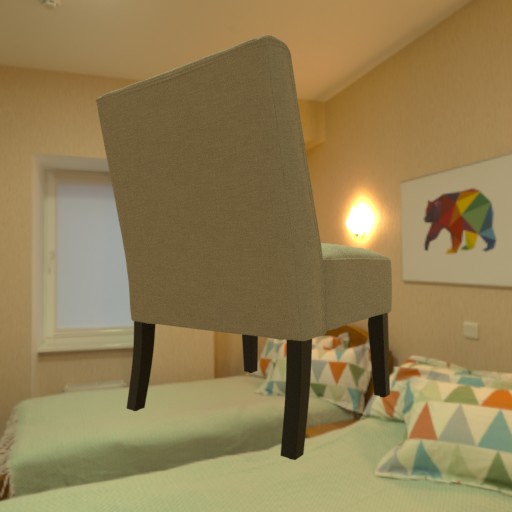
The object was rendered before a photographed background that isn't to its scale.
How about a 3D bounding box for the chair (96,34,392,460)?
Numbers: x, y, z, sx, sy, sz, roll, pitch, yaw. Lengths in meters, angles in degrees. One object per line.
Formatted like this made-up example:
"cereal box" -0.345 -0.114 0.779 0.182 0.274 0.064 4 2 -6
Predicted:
"chair" 0.000 0.000 1.253 0.569 0.853 0.676 -1 -1 36
